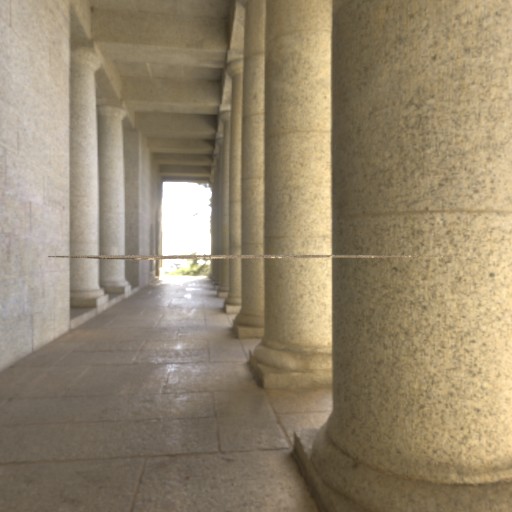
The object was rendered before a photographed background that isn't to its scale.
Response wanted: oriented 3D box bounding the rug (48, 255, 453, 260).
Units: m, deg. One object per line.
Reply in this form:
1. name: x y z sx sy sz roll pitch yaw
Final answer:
1. rug: 0.000 0.000 2.261 1.748 0.010 1.142 0 1 -37
